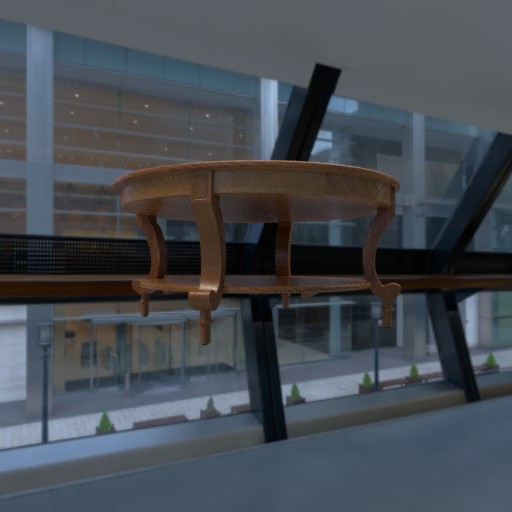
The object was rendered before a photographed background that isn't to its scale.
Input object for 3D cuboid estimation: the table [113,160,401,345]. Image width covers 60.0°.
[{"bbox_3d":[0.000,0.000,1.657,1.029,0.490,1.029,0,0,0],"label":"table"}]
